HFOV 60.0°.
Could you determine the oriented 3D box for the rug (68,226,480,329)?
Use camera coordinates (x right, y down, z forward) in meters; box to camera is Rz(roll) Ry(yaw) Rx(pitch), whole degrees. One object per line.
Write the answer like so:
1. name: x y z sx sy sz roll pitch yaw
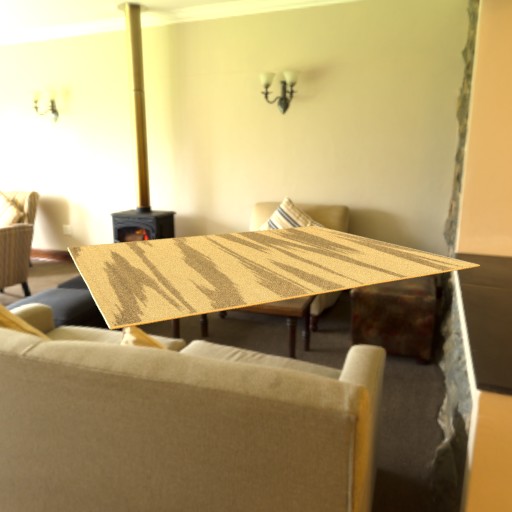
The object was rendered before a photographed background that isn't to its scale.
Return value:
1. rug: 0.000 0.000 3.985 2.945 0.014 2.353 -7 14 -27
